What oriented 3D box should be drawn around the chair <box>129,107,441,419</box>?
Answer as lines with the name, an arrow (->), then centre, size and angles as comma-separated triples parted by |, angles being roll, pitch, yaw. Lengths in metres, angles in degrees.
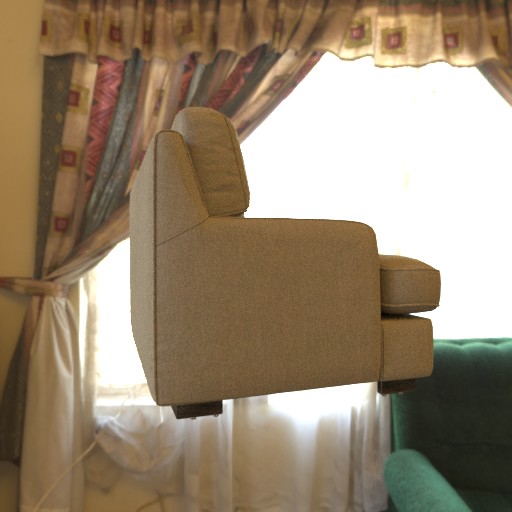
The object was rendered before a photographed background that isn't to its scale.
chair -> 0.000, 0.000, 1.985 | 1.043, 0.974, 1.270 | 0, 0, -19
